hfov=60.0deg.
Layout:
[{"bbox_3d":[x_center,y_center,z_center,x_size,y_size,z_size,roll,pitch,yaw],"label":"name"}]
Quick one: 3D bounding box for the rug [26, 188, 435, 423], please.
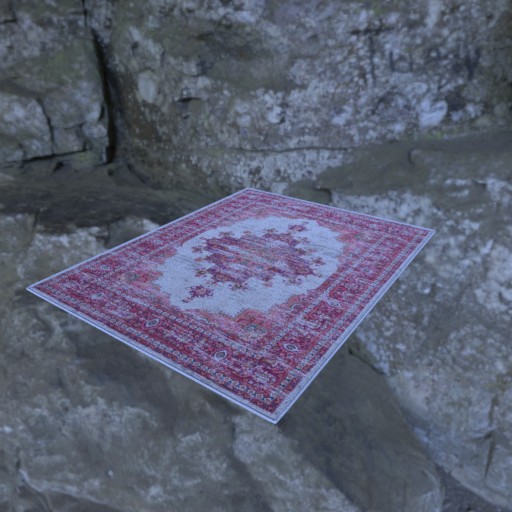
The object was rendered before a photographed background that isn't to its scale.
[{"bbox_3d":[0.000,0.000,4.153,2.447,0.017,3.123,18,32,31],"label":"rug"}]
